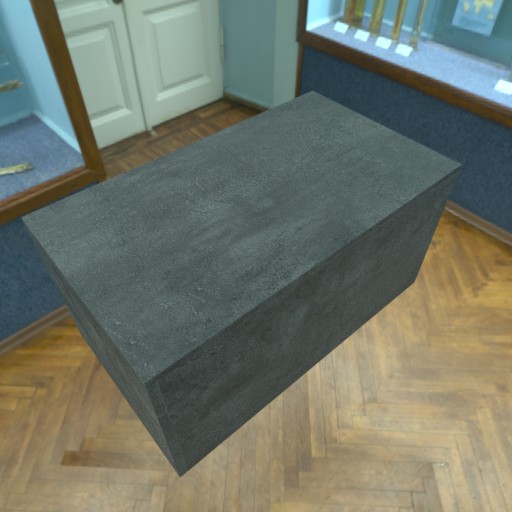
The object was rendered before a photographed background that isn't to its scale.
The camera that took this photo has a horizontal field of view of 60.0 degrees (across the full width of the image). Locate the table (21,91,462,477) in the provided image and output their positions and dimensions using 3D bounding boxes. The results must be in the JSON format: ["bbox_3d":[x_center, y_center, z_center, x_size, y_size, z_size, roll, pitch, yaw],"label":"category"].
[{"bbox_3d":[0.000,0.000,0.925,0.700,0.350,0.400,-32,54,-27],"label":"table"}]
